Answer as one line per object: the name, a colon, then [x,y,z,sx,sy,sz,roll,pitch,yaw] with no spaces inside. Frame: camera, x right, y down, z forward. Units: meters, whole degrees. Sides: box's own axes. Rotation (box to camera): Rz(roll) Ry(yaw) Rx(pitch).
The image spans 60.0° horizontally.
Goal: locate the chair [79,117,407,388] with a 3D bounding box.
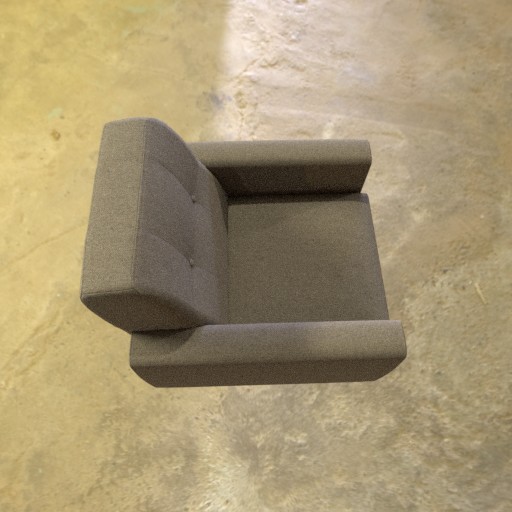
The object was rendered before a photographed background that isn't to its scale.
chair: [0.000,0.000,1.572,0.907,0.839,0.831,-2,65,-1]
